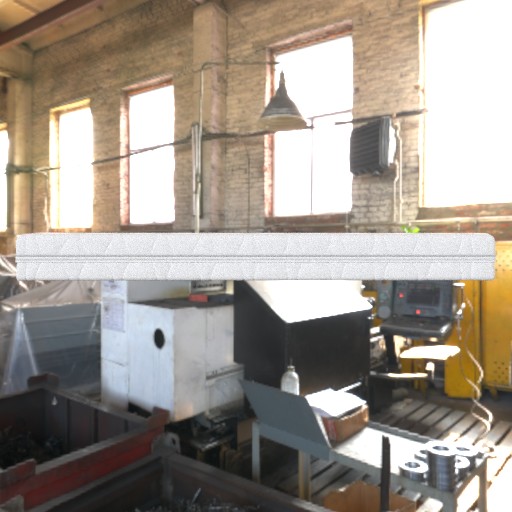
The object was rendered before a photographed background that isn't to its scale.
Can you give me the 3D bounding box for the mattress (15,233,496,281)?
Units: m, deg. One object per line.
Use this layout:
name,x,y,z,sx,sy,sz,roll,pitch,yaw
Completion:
mattress,0.000,0.000,2.283,2.000,0.200,0.900,0,0,0
